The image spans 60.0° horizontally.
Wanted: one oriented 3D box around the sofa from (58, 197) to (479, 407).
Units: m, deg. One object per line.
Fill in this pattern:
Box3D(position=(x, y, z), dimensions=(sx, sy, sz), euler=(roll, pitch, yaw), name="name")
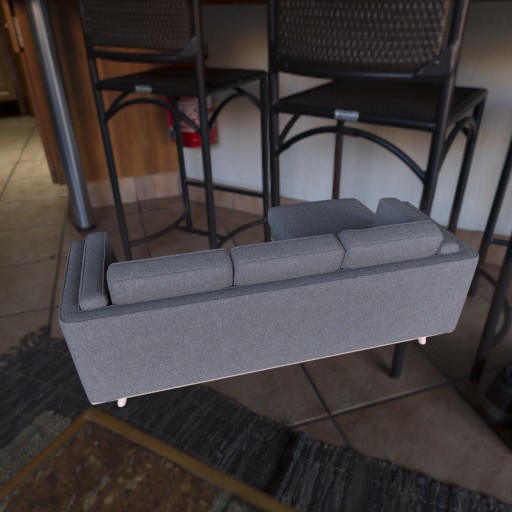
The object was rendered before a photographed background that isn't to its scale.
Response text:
Box3D(position=(0.000, 0.000, 3.166), dimensions=(2.411, 0.929, 1.604), euler=(-8, 32, -13), name="sofa")
